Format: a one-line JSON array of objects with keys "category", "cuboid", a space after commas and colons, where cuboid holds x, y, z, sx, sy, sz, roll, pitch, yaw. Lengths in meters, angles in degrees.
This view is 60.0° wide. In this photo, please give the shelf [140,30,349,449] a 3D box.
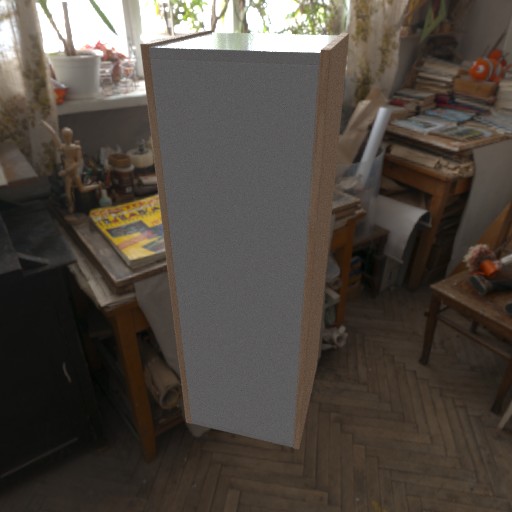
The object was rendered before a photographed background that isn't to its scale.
[{"category": "shelf", "cuboid": [0.000, 0.000, 1.016, 0.300, 0.900, 0.290, 8, 32, 13]}]
